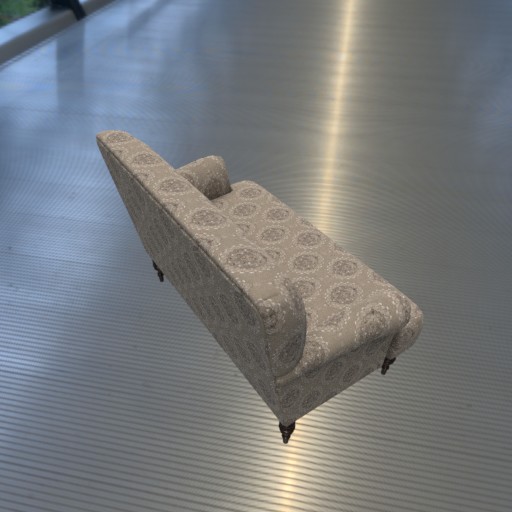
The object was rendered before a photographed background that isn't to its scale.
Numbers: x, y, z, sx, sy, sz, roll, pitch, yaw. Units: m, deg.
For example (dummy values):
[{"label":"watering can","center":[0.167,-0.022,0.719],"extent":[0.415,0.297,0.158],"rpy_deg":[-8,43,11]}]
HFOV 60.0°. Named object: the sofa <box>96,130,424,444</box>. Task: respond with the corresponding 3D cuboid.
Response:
[{"label":"sofa","center":[0.000,0.000,1.852],"extent":[0.779,0.889,1.297],"rpy_deg":[-24,46,-26]}]
